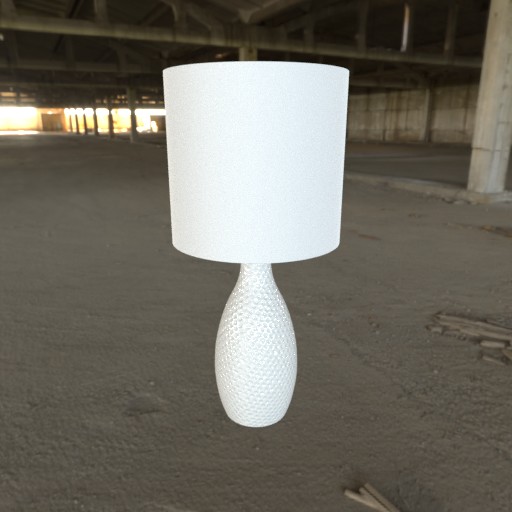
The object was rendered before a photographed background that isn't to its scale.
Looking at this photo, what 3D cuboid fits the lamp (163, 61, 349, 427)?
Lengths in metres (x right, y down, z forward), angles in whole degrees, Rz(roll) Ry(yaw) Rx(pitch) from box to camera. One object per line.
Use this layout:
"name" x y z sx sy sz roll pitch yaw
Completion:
"lamp" 0.000 0.000 0.586 0.214 0.466 0.214 -9 19 -26
